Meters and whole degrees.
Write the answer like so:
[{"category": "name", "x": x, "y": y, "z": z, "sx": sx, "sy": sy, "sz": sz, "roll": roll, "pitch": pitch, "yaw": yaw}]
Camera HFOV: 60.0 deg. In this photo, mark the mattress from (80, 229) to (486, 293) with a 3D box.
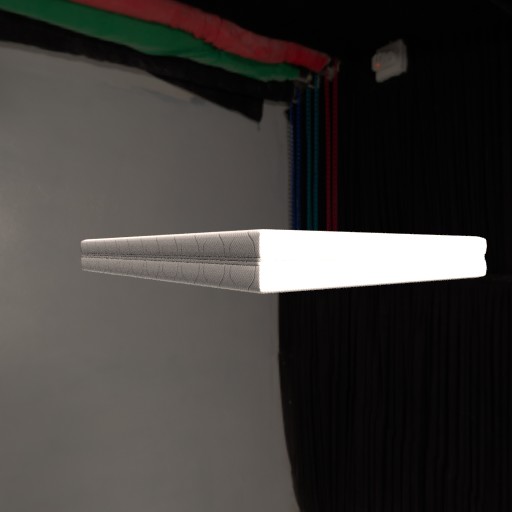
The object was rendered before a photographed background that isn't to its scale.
[{"category": "mattress", "x": 0.000, "y": 0.000, "z": 2.506, "sx": 1.400, "sy": 0.200, "sz": 1.900, "roll": -1, "pitch": 1, "yaw": -37}]
